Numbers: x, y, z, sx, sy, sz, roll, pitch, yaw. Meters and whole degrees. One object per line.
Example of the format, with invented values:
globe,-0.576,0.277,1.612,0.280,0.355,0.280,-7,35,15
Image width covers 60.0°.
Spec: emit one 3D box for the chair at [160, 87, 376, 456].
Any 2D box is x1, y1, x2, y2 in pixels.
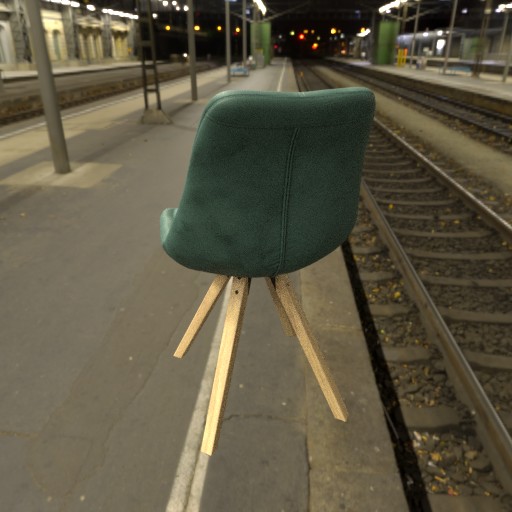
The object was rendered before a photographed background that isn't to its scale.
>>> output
chair,0.000,0.000,1.170,0.483,0.865,0.547,-8,26,-16
